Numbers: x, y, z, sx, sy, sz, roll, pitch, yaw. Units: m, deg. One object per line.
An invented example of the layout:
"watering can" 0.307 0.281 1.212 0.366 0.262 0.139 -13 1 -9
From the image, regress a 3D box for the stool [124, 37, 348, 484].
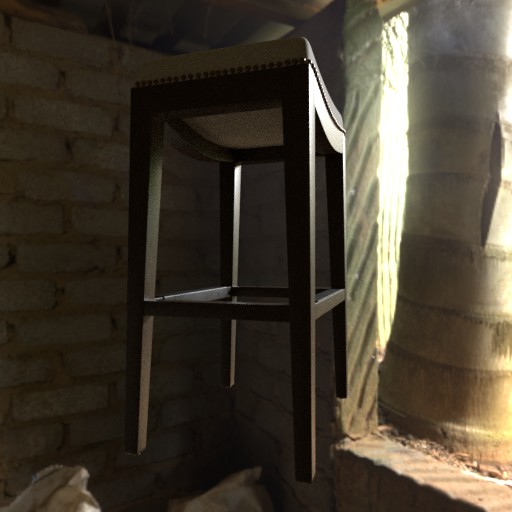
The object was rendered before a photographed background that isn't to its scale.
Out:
"stool" 0.000 0.000 1.017 0.358 0.759 0.498 0 0 18
